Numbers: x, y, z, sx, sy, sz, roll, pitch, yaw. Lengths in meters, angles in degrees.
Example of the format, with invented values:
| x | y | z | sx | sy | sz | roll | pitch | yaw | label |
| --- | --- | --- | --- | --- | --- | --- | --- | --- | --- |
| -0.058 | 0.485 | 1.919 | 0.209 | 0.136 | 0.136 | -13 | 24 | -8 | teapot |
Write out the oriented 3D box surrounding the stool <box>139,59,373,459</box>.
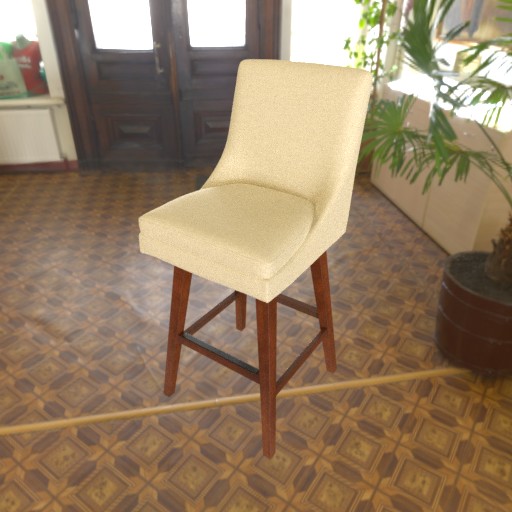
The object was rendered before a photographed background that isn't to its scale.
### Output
| x | y | z | sx | sy | sz | roll | pitch | yaw | label |
| --- | --- | --- | --- | --- | --- | --- | --- | --- | --- |
| 0.000 | 0.000 | 1.422 | 0.470 | 1.097 | 0.559 | 19 | 36 | 29 | stool |
